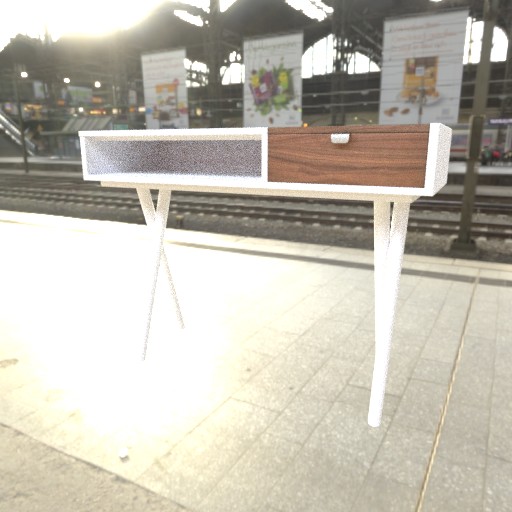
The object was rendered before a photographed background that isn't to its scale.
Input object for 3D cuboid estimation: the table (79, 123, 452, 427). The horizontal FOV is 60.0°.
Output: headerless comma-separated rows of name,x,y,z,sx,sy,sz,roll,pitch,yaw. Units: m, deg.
table,0.000,0.000,1.434,1.066,0.785,0.418,7,16,26
